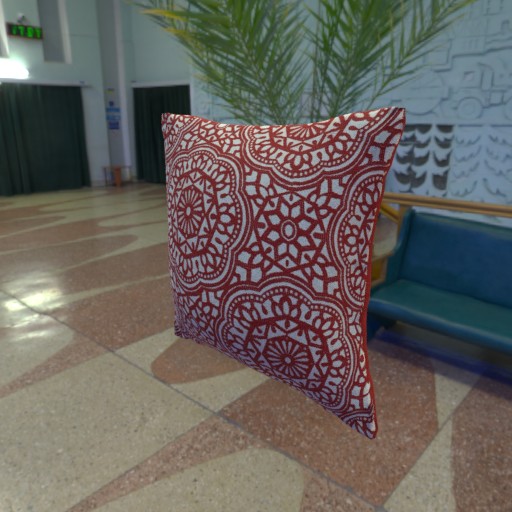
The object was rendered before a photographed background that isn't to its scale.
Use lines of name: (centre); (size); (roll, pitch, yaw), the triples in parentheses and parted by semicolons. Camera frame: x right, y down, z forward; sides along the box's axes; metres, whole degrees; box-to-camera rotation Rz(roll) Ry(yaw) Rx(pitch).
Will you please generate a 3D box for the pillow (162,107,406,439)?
pillow: (0.000, 0.000, 0.670); (0.438, 0.419, 0.162); (15, 23, 41)
